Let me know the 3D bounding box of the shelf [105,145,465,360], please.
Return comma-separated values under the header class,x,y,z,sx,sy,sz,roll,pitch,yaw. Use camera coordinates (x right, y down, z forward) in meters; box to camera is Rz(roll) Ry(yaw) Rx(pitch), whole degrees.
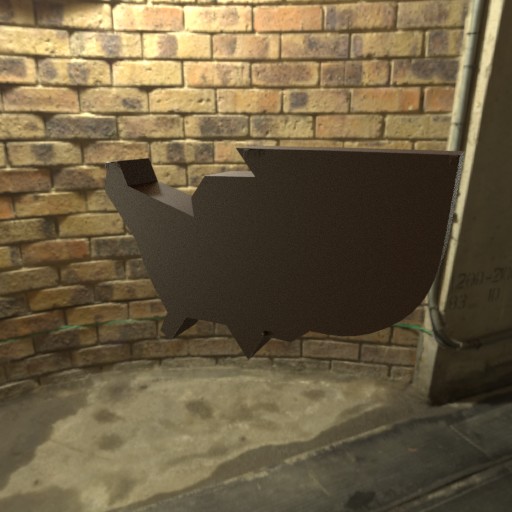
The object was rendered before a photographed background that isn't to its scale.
class,x,y,z,sx,sy,sz,roll,pitch,yaw
shelf,0.000,0.000,0.918,0.729,0.439,0.112,8,19,26
